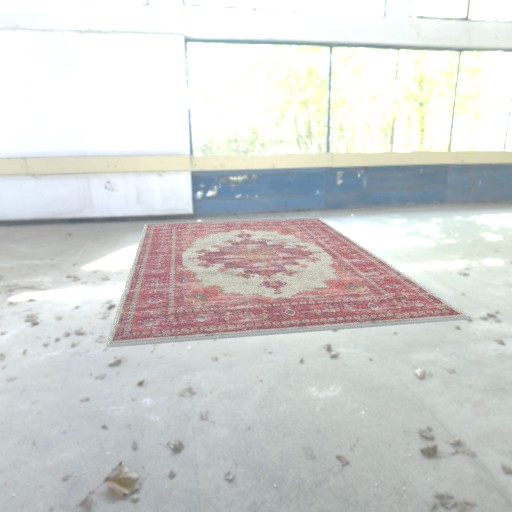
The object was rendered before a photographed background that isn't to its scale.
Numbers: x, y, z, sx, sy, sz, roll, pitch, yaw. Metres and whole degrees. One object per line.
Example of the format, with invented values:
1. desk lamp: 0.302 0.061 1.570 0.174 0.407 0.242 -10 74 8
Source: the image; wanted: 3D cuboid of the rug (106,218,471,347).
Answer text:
1. rug: 0.000 0.000 2.257 1.217 0.011 1.747 -3 17 -9
